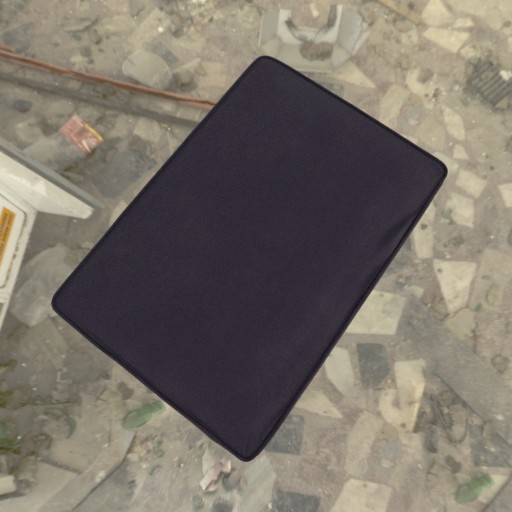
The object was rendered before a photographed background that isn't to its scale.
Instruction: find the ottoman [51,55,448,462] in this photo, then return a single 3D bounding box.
[{"bbox_3d":[0.000,0.000,1.312,0.637,0.503,0.938,35,78,9],"label":"ottoman"}]
